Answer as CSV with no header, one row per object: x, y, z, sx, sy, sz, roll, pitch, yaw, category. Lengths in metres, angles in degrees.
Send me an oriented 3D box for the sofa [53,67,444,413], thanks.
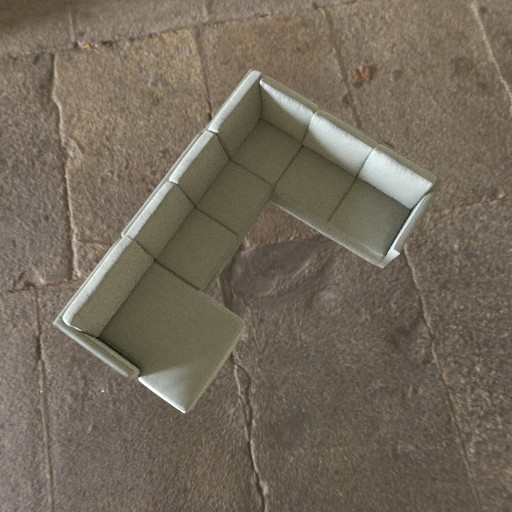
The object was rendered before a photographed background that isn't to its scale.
0.000,0.000,4.642,2.440,0.869,3.434,33,79,8,sofa
